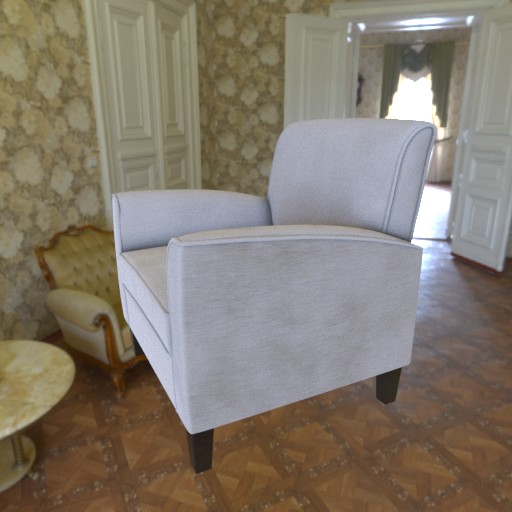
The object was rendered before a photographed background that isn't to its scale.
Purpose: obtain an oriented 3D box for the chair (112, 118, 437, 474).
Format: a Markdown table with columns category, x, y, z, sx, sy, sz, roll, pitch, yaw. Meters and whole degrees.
| category | x | y | z | sx | sy | sz | roll | pitch | yaw |
| --- | --- | --- | --- | --- | --- | --- | --- | --- | --- |
| chair | 0.000 | 0.000 | 1.532 | 0.821 | 0.915 | 0.820 | -8 | 18 | -26 |
